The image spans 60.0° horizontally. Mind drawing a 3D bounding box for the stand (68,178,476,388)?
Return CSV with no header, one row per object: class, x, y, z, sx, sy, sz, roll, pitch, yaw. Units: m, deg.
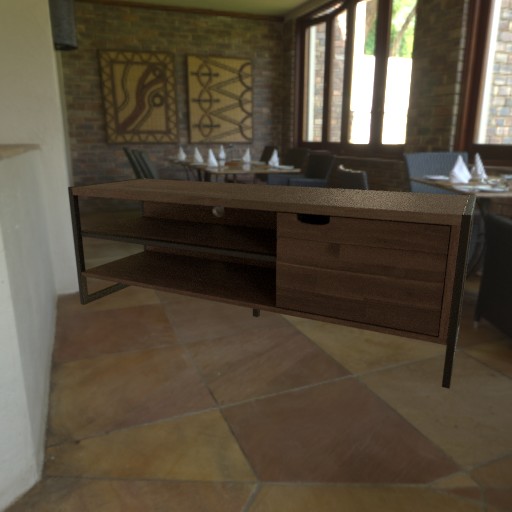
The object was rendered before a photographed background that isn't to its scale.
stand,0.000,0.000,1.729,1.480,0.506,0.454,7,17,26
